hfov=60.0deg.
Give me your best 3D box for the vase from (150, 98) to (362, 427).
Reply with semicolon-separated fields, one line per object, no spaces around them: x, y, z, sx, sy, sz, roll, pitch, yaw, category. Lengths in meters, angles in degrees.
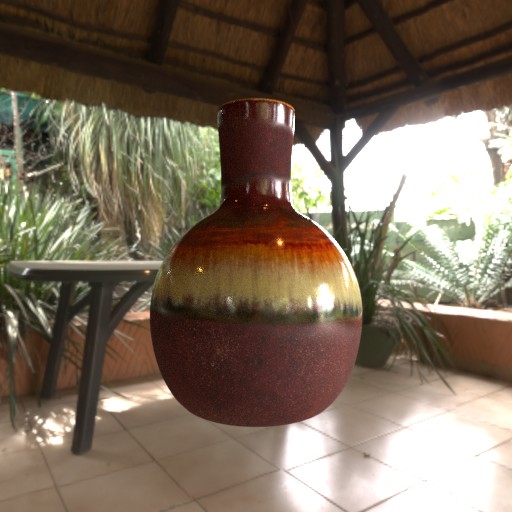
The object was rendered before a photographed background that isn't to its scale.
0.000;0.000;0.237;0.111;0.154;0.111;0;1;0;vase
